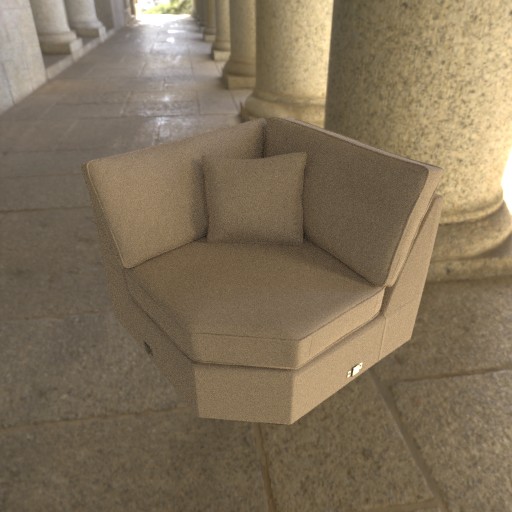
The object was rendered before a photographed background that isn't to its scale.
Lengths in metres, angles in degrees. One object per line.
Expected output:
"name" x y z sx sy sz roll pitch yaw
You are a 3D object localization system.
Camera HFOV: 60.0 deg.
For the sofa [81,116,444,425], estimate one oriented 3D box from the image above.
"sofa" 0.000 0.000 1.905 1.050 0.937 1.042 -22 38 -31
